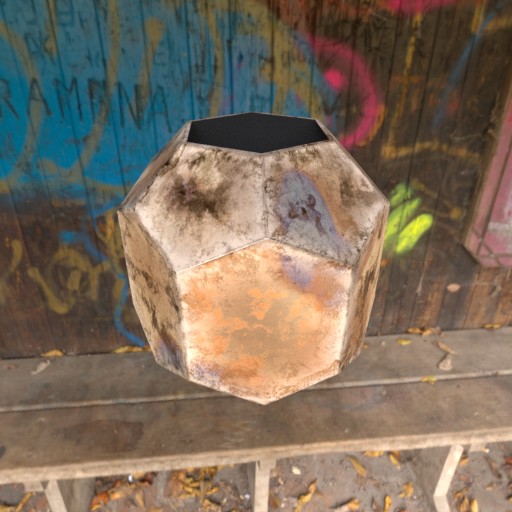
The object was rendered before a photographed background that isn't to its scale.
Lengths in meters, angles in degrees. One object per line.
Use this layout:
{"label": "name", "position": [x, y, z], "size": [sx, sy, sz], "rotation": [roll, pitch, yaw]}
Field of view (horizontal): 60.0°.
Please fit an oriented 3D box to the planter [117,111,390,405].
{"label": "planter", "position": [0.000, 0.000, 0.420], "size": [0.221, 0.238, 0.243], "rotation": [-19, 35, -29]}
